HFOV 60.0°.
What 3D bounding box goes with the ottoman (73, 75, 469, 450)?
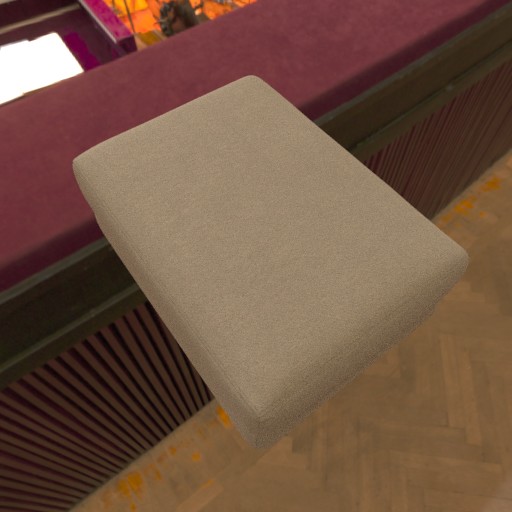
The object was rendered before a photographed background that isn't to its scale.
[{"bbox_3d":[0.000,0.000,1.137,0.569,0.499,0.773,-32,63,-19],"label":"ottoman"}]
